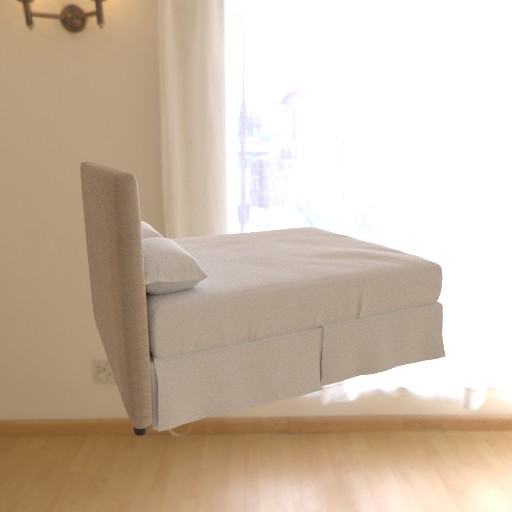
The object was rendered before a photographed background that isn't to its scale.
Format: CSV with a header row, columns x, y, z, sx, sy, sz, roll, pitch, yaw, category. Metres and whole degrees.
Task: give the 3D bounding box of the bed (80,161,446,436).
x,y,z,sx,sy,sz,roll,pitch,yaw,category
0.000,0.000,3.198,2.162,1.330,1.713,-7,15,-25,bed
